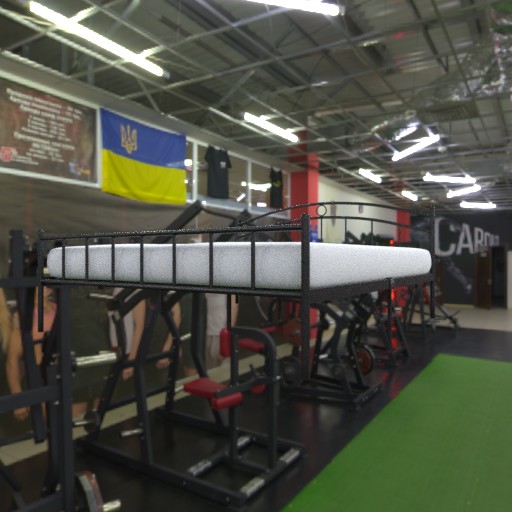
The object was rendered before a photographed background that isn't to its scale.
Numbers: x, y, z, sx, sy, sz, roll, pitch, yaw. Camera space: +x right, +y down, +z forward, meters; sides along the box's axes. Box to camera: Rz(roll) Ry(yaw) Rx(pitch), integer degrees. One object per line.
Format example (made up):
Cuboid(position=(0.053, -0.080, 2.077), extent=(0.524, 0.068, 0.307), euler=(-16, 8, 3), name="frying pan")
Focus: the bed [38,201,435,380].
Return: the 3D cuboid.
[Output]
Cuboid(position=(0.000, 0.000, 3.040), extent=(1.880, 0.940, 2.040), euler=(0, 0, 35), name="bed")
